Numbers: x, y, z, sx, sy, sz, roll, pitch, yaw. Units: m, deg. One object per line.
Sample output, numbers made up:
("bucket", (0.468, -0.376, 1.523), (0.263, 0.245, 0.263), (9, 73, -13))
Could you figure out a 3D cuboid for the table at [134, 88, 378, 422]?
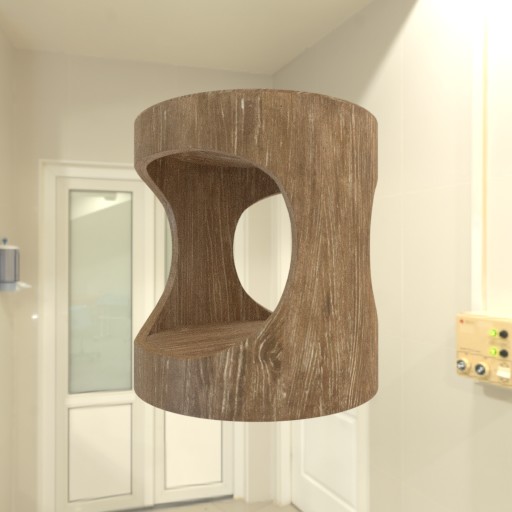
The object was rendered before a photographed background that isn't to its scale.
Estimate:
("table", (0.000, 0.000, 0.993), (0.527, 0.551, 0.527), (0, 0, 0))
